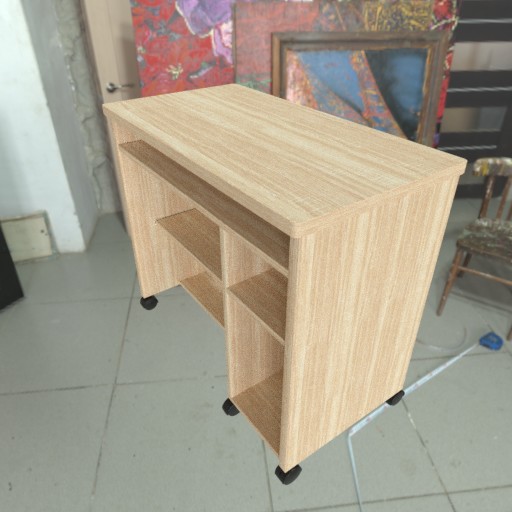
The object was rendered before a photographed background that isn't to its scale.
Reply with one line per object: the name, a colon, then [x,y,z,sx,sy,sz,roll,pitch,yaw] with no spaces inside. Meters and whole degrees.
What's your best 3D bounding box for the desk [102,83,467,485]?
desk: [0.000,0.000,1.319,0.480,0.770,0.884,-22,39,-29]
